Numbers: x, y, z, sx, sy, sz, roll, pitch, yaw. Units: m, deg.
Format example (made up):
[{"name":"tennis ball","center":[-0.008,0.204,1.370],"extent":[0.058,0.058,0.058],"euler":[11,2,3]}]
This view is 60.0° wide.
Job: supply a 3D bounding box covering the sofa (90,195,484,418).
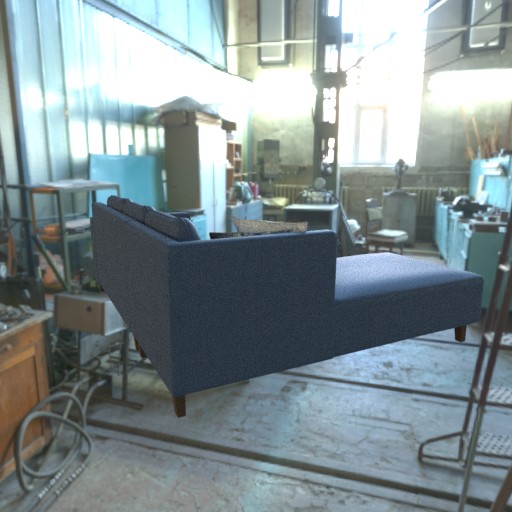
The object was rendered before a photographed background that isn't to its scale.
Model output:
[{"name":"sofa","center":[0.000,0.000,2.992],"extent":[1.829,0.787,2.120],"euler":[-6,13,-27]}]
